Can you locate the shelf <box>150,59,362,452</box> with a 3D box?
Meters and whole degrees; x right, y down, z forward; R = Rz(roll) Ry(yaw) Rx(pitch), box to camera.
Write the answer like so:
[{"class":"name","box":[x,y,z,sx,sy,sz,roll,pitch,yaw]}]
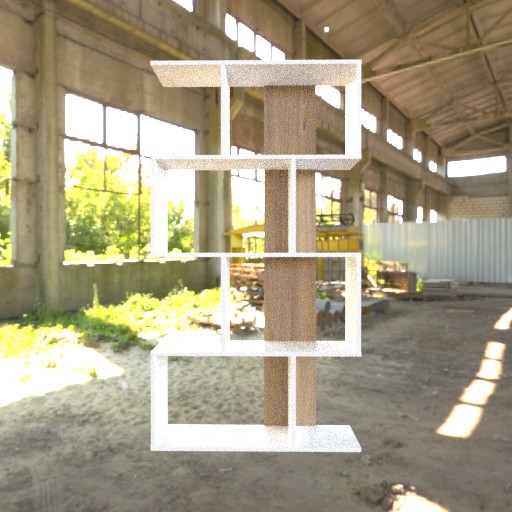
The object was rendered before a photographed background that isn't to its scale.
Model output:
[{"class":"shelf","box":[0.000,0.000,1.994,0.890,1.650,0.250,0,0,1]}]
